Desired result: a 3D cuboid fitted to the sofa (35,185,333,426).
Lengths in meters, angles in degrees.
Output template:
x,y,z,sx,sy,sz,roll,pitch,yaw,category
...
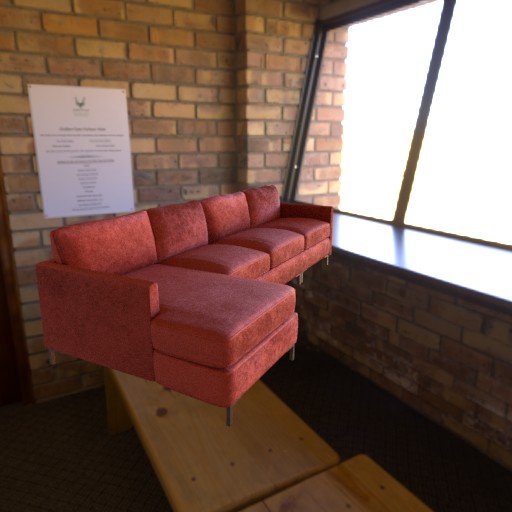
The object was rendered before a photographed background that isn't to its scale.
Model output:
x,y,z,sx,sy,sz,roll,pitch,yaw,category
0.000,0.000,4.008,1.500,0.967,3.400,8,17,27,sofa
